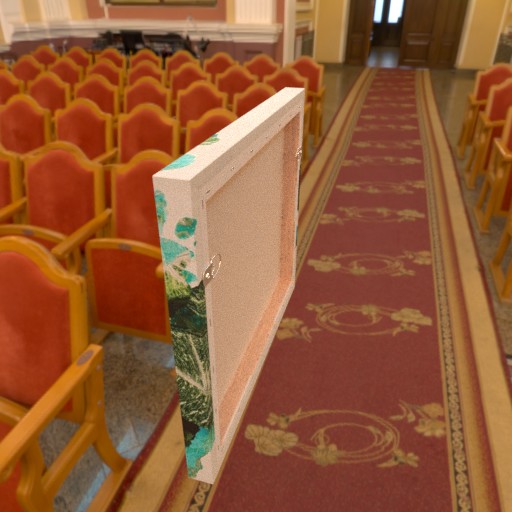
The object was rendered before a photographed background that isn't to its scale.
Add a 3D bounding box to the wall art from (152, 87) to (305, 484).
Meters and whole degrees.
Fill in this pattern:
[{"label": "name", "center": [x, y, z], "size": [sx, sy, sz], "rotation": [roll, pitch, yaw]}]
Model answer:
[{"label": "wall art", "center": [0.000, 0.000, 0.711], "size": [0.041, 0.435, 0.507], "rotation": [9, 31, 15]}]
